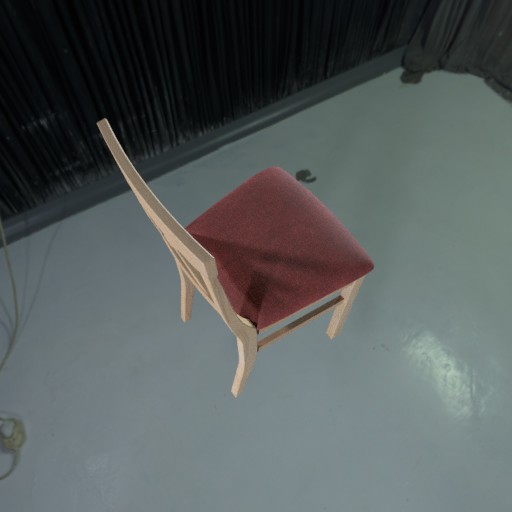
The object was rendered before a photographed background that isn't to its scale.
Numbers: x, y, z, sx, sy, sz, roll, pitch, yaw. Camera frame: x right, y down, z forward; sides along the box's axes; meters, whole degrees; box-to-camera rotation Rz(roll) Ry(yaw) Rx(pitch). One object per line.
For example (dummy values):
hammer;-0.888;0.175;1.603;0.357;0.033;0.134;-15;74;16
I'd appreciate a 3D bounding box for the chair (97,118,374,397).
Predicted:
chair;0.000;0.000;1.196;0.492;0.912;0.439;-32;64;-17
